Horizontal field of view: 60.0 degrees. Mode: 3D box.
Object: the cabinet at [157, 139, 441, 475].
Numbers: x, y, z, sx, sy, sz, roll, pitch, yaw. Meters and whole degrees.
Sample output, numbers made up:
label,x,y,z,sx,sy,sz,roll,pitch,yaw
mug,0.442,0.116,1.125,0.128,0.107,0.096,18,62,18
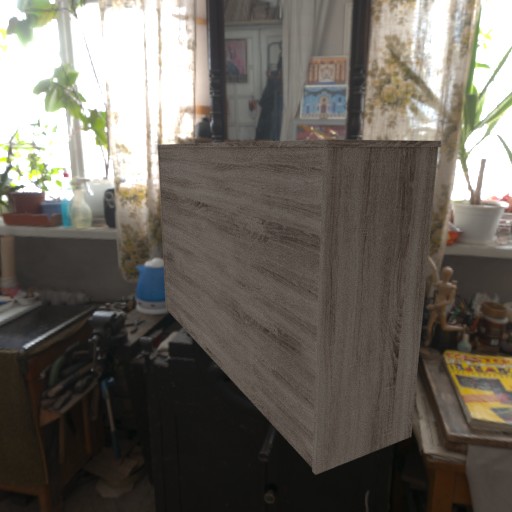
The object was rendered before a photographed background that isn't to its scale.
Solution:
label,x,y,z,sx,sy,sz,roll,pitch,yaw
cabinet,0.000,0.000,1.826,0.380,0.900,1.450,-7,15,-27
